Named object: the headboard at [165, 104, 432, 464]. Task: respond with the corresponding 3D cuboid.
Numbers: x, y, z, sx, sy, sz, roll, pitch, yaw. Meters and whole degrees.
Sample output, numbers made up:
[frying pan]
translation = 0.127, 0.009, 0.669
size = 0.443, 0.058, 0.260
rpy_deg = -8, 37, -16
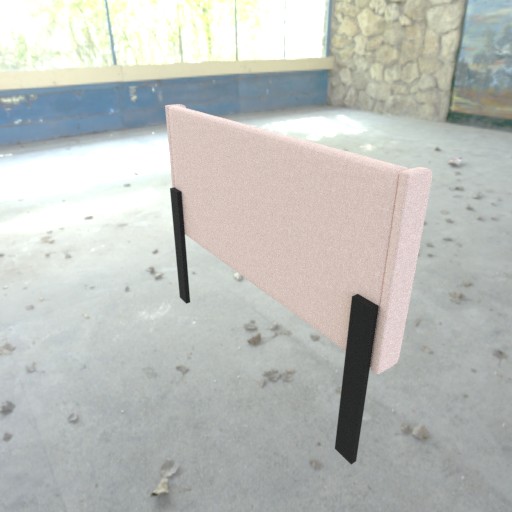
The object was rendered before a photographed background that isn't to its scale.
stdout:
[headboard]
translation = 0.000, 0.000, 2.685
size = 0.184, 1.524, 2.051
rpy_deg = -17, 31, -31
